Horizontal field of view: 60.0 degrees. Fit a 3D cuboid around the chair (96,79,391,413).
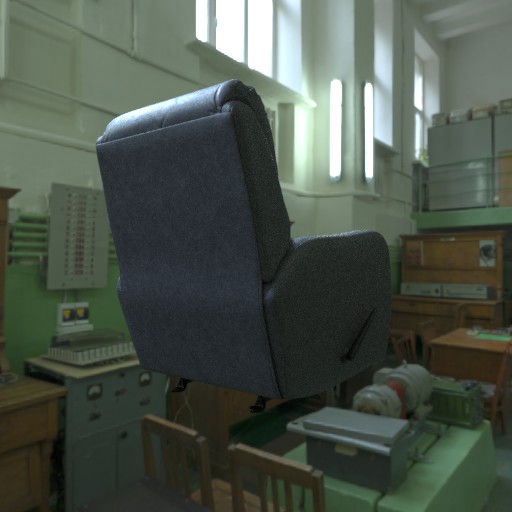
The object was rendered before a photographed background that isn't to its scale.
[{"bbox_3d":[0.000,0.000,1.832,0.865,1.067,1.067,0,0,36],"label":"chair"}]
